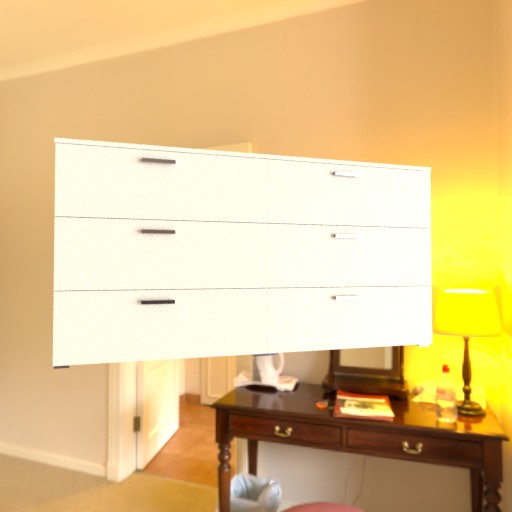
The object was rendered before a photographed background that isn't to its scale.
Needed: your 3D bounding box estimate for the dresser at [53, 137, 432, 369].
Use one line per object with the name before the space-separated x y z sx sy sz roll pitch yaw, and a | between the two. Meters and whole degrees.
dresser | 0.000 0.000 1.874 1.535 0.790 0.333 0 -2 -17
